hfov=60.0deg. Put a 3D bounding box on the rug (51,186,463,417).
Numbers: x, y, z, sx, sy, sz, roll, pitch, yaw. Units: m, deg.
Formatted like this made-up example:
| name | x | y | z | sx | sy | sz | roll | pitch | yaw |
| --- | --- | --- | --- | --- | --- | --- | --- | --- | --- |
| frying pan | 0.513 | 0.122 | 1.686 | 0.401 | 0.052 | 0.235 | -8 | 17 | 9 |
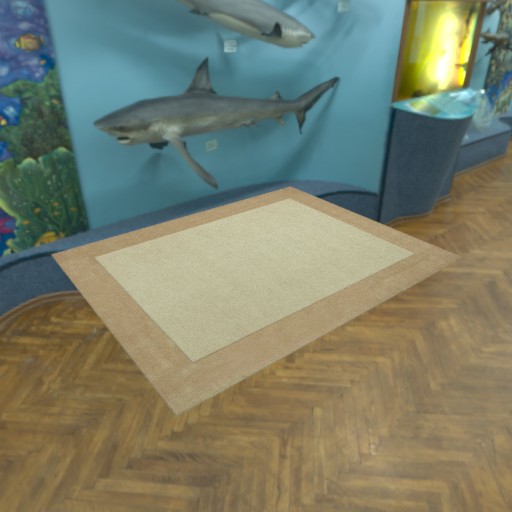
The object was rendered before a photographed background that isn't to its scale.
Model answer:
| name | x | y | z | sx | sy | sz | roll | pitch | yaw |
| --- | --- | --- | --- | --- | --- | --- | --- | --- | --- |
| rug | 0.000 | 0.000 | 4.197 | 3.048 | 0.014 | 2.438 | -21 | 35 | -32 |
